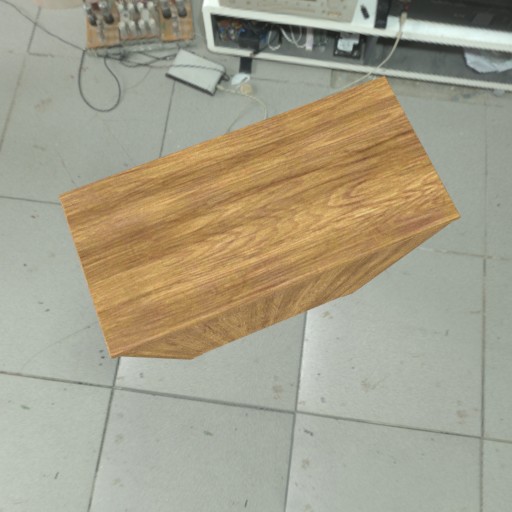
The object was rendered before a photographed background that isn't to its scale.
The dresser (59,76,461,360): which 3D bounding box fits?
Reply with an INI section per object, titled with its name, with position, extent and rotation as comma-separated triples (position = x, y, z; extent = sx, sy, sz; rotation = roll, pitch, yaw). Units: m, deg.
[dresser]
position = 0.000, 0.000, 2.009
extent = 1.081, 1.431, 0.558
rotation = -21, 77, -5
